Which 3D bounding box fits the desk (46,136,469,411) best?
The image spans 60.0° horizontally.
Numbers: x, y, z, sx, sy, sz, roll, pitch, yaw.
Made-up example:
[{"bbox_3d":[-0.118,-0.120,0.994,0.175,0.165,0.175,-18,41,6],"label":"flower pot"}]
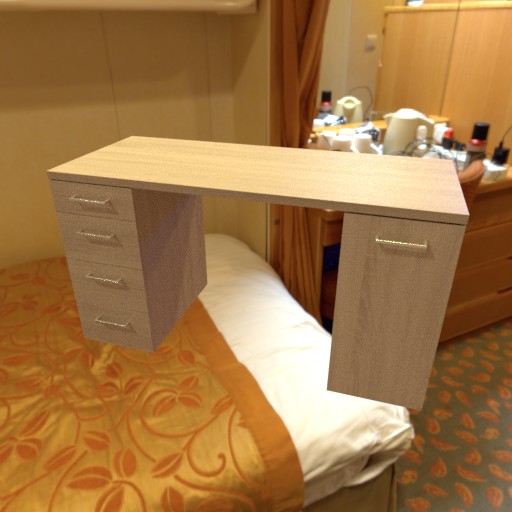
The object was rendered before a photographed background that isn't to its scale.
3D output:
[{"bbox_3d":[0.000,0.000,1.789,1.390,0.740,0.600,8,29,15],"label":"desk"}]
